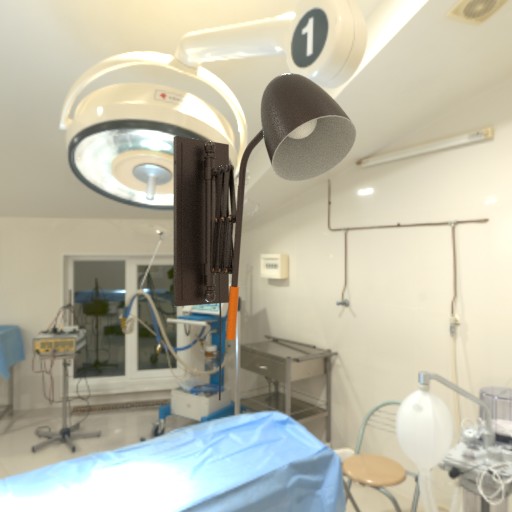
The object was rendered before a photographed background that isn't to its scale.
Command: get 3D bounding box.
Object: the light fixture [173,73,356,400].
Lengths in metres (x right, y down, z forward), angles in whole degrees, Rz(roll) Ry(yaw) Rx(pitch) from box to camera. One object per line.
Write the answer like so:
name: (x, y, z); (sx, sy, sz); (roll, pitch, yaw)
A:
light fixture: (0.000, 0.000, 0.948); (0.162, 0.715, 0.499); (0, 0, -35)
